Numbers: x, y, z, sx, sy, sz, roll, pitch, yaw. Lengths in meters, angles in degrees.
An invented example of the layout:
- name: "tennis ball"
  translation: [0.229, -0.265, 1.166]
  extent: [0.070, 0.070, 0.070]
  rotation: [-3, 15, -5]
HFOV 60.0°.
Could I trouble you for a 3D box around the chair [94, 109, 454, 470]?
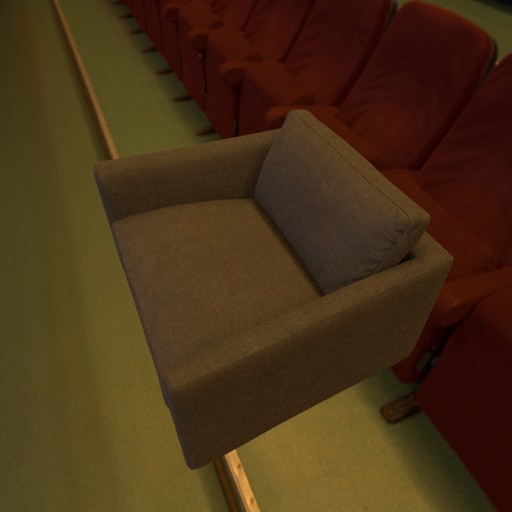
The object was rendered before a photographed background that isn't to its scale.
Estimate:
- name: "chair"
  translation: [0.000, 0.000, 1.880]
  extent: [1.091, 0.845, 1.190]
  rotation: [-18, 48, -17]
